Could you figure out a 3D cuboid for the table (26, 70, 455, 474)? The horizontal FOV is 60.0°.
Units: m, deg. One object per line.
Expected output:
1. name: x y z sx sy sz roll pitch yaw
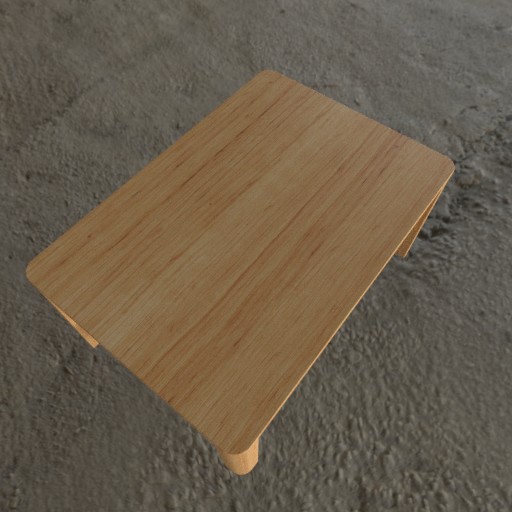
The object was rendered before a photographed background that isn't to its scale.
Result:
1. table: 0.000 0.000 1.365 0.696 0.445 0.997 34 65 19
